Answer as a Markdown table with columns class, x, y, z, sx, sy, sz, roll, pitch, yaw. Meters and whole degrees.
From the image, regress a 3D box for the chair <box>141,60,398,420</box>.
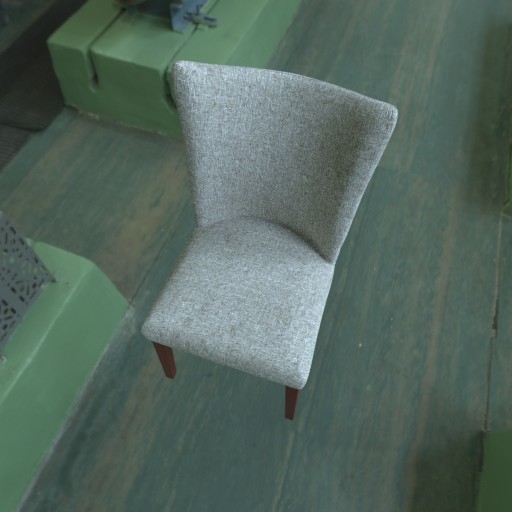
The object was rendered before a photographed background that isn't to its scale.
| class | x | y | z | sx | sy | sz | roll | pitch | yaw |
| --- | --- | --- | --- | --- | --- | --- | --- | --- | --- |
| chair | 0.000 | 0.000 | 1.299 | 0.535 | 0.924 | 0.623 | 16 | 59 | 10 |
